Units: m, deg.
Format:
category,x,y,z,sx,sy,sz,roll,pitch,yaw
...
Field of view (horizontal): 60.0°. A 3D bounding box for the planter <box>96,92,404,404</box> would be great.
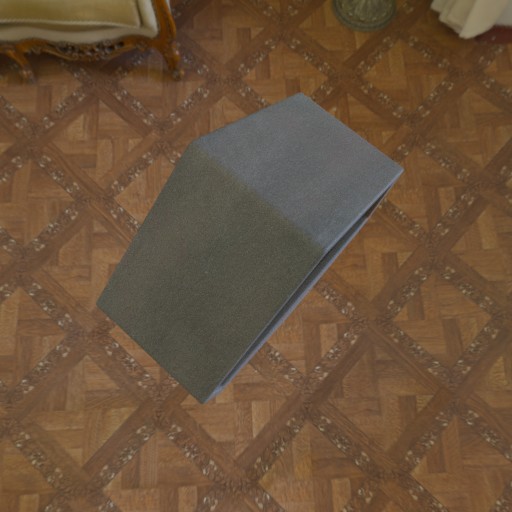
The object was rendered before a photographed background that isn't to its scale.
category,x,y,z,sx,sy,sz,roll,pitch,yaw
planter,0.000,0.000,0.288,0.077,0.206,0.169,40,79,10
